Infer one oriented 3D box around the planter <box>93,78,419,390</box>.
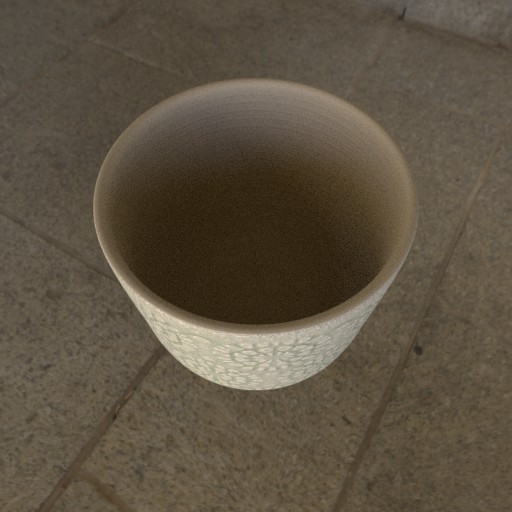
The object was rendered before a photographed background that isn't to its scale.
[{"bbox_3d":[0.000,0.000,0.299,0.169,0.153,0.169,0,60,0],"label":"planter"}]
